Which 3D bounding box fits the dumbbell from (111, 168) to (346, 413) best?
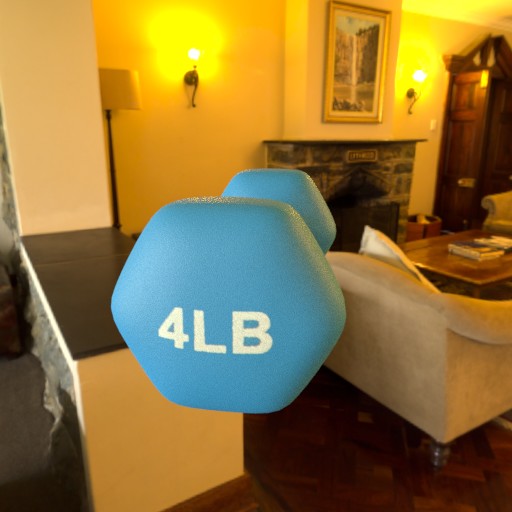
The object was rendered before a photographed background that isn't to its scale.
[{"bbox_3d":[0.000,0.000,0.195,0.074,0.066,0.152,2,16,9],"label":"dumbbell"}]
